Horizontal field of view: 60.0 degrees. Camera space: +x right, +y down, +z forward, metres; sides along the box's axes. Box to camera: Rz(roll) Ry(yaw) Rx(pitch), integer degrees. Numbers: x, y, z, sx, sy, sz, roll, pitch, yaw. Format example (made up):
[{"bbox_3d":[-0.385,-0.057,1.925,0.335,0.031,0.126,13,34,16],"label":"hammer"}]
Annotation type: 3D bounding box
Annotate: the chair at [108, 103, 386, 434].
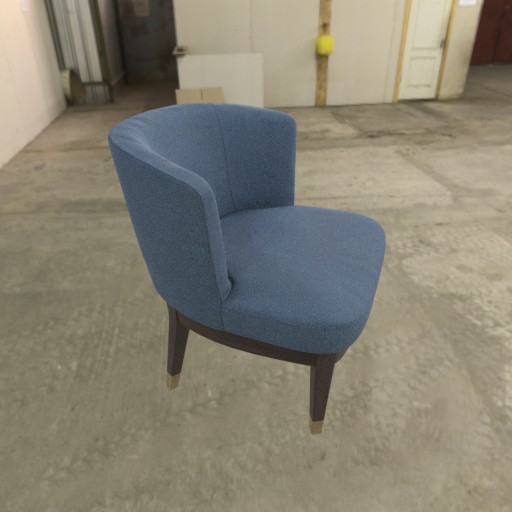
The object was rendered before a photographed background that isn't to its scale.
[{"bbox_3d":[0.000,0.000,1.291,0.702,0.760,0.661,11,32,18],"label":"chair"}]
